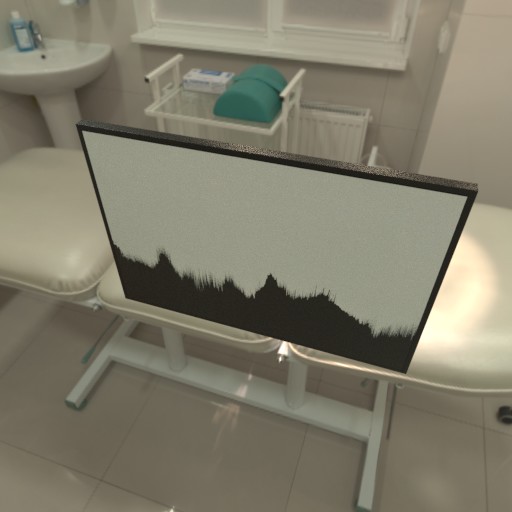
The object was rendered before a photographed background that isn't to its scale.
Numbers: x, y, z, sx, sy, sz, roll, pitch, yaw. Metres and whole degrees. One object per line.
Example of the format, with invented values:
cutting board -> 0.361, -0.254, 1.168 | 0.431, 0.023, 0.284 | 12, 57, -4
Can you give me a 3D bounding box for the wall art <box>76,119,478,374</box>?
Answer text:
wall art -> 0.000, 0.000, 0.850 | 0.659, 0.446, 0.022 | 13, 43, 14
